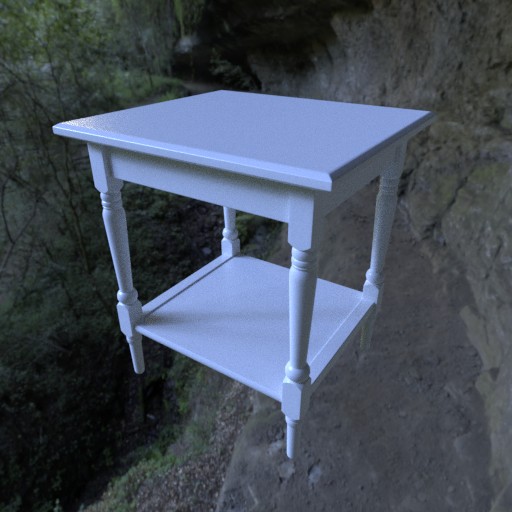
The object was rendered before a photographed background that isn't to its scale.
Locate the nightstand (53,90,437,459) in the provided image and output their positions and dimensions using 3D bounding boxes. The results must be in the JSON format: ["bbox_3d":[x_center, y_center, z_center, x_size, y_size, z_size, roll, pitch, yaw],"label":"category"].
[{"bbox_3d":[0.000,0.000,0.909,0.505,0.555,0.459,17,33,29],"label":"nightstand"}]
